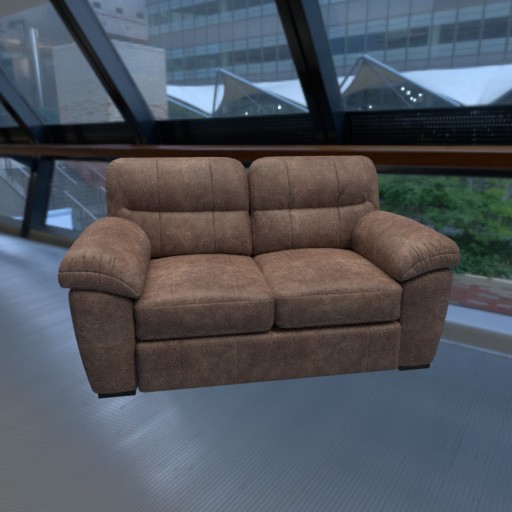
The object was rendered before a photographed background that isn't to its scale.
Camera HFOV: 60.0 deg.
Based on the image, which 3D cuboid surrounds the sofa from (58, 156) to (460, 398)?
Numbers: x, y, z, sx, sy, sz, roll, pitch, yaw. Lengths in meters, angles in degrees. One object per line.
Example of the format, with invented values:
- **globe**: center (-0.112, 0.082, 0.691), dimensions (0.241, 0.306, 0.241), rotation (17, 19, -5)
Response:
- **sofa**: center (0.000, 0.000, 2.350), dimensions (1.753, 0.991, 0.991), rotation (-3, 16, -9)
